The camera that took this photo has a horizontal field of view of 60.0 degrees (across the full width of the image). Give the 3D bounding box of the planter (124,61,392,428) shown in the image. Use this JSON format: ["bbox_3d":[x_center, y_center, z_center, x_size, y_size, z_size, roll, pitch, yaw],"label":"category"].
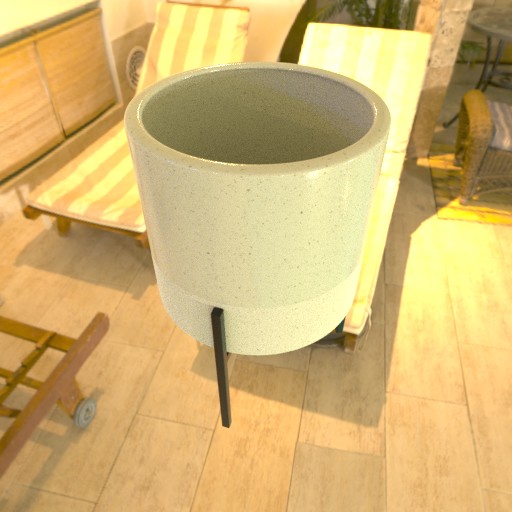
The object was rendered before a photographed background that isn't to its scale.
[{"bbox_3d":[0.000,0.000,0.331,0.152,0.230,0.159,12,43,13],"label":"planter"}]
